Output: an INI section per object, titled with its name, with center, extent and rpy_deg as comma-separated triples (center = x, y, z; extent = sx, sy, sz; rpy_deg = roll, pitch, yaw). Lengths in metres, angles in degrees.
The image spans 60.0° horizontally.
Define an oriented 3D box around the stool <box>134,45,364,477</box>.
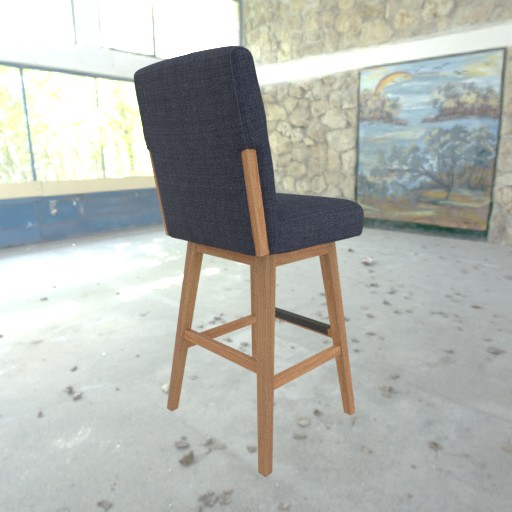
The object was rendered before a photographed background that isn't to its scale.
[stool]
center = 0.000, 0.000, 1.401
extent = 0.570, 1.112, 0.483
rpy_deg = -13, 18, -43
